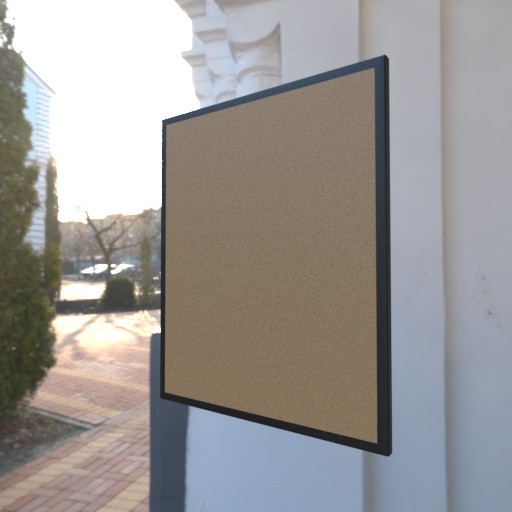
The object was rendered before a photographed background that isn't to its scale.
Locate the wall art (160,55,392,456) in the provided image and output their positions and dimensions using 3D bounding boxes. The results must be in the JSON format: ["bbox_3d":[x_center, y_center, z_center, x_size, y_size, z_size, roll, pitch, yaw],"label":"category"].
[{"bbox_3d":[0.000,0.000,0.788,0.481,0.582,0.018,-1,-2,36],"label":"wall art"}]
